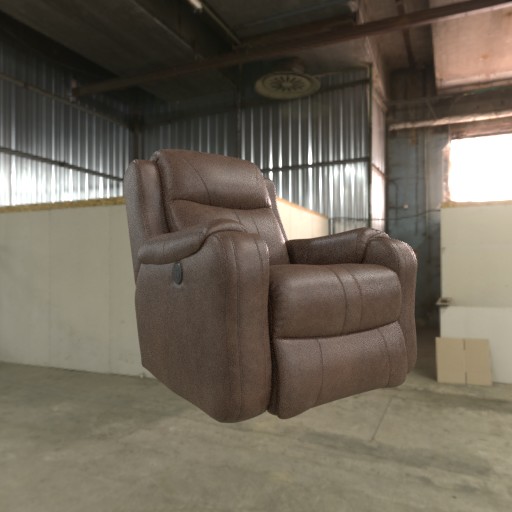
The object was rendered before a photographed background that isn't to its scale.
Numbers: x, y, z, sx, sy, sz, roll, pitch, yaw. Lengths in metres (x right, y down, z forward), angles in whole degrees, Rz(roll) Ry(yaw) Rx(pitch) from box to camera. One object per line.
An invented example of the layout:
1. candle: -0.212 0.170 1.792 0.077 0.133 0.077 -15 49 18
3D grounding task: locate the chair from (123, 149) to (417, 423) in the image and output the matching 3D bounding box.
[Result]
1. chair: 0.000 0.000 1.853 0.940 0.990 1.067 0 0 -38
